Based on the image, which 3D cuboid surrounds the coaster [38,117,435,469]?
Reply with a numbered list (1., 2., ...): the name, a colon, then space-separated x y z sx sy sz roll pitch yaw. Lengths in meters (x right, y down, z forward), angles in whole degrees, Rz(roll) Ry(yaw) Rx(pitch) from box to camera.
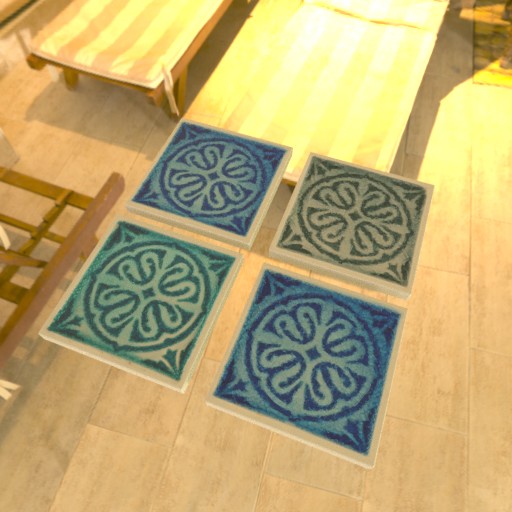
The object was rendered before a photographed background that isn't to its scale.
1. coaster: 0.000 0.000 0.319 0.219 0.010 0.214 18 61 10
